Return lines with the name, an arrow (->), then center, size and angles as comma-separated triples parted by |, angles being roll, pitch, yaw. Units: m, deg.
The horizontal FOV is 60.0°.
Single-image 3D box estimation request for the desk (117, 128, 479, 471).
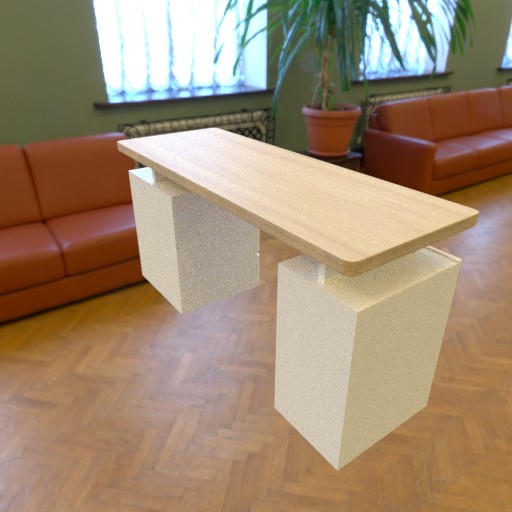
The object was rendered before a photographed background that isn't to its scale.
desk -> 0.000, 0.000, 1.863 | 0.550, 0.755, 1.500 | -18, 33, -31
